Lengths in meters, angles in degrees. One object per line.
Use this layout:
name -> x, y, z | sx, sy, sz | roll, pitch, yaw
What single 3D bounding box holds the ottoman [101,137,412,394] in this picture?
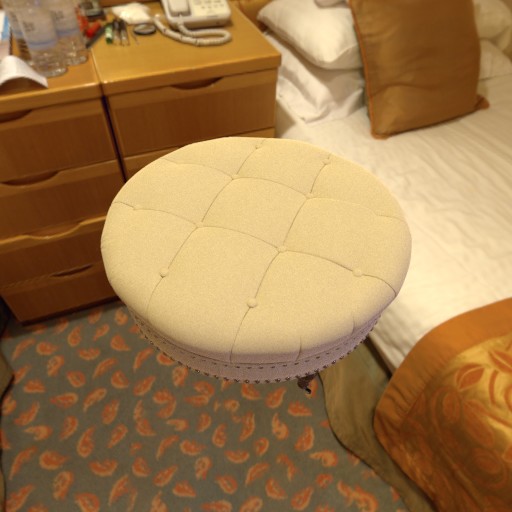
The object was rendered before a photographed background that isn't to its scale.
ottoman -> 0.000, 0.000, 1.426 | 0.901, 0.439, 0.901 | 0, 47, 0
